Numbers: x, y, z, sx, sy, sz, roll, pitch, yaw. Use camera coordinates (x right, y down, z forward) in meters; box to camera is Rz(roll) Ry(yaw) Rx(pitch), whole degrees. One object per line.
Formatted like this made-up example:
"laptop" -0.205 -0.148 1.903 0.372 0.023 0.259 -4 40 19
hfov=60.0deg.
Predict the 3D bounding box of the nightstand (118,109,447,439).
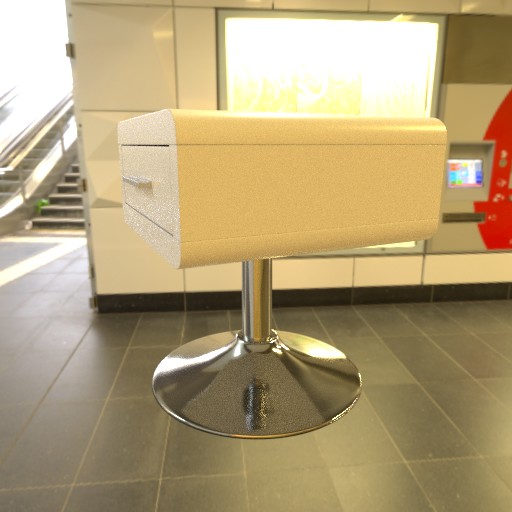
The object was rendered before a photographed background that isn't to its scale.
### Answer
"nightstand" 0.000 0.000 0.759 0.404 0.447 0.399 -7 16 -24
